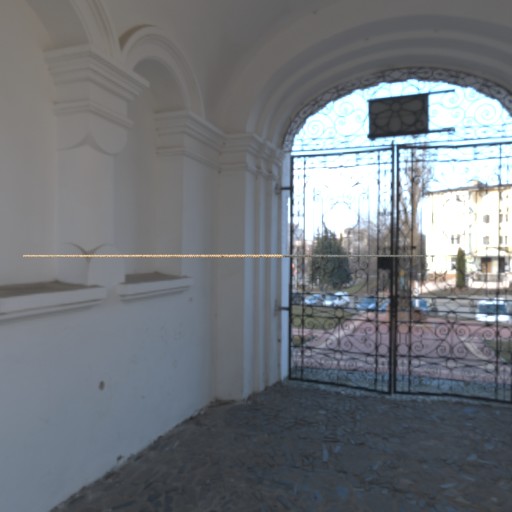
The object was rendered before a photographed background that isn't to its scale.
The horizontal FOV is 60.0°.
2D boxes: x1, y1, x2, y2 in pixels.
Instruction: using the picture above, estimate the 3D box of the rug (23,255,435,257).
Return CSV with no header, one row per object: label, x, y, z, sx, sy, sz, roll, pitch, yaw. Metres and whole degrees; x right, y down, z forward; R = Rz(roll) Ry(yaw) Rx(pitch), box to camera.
rug,0.000,0.000,4.102,2.471,0.012,3.034,0,0,35
